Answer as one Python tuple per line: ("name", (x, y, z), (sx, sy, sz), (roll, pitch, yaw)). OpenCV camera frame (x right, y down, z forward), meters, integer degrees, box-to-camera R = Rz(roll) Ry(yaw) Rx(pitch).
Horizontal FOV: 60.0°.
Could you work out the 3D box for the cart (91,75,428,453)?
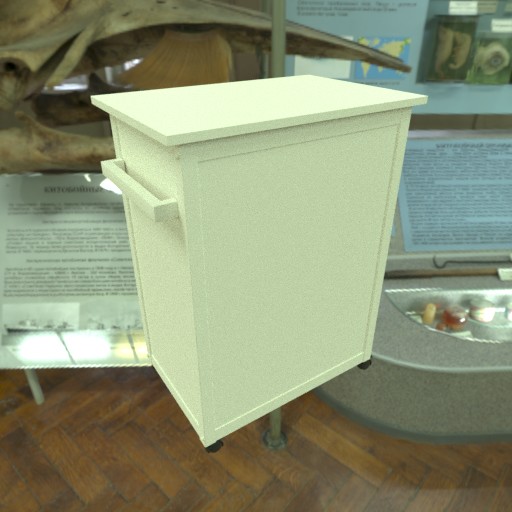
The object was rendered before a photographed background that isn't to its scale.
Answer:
("cart", (0.000, 0.000, 1.256), (0.683, 0.864, 0.442), (-18, 34, -29))
